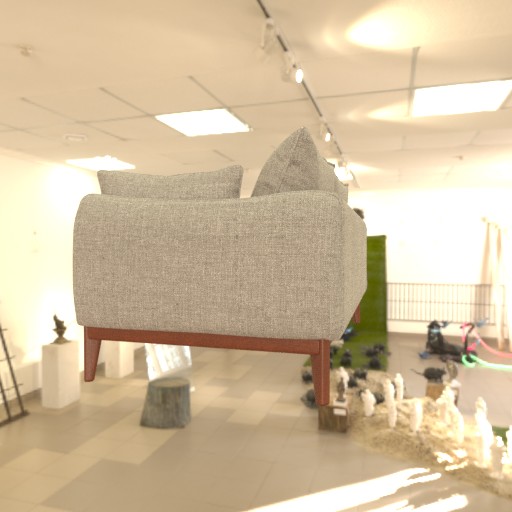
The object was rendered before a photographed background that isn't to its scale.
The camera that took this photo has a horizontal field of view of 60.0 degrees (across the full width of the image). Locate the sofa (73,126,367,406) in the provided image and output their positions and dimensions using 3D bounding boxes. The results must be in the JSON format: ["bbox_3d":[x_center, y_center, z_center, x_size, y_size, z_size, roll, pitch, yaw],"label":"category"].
[{"bbox_3d":[0.000,0.000,2.123,0.972,0.851,1.580,0,1,17],"label":"sofa"}]
